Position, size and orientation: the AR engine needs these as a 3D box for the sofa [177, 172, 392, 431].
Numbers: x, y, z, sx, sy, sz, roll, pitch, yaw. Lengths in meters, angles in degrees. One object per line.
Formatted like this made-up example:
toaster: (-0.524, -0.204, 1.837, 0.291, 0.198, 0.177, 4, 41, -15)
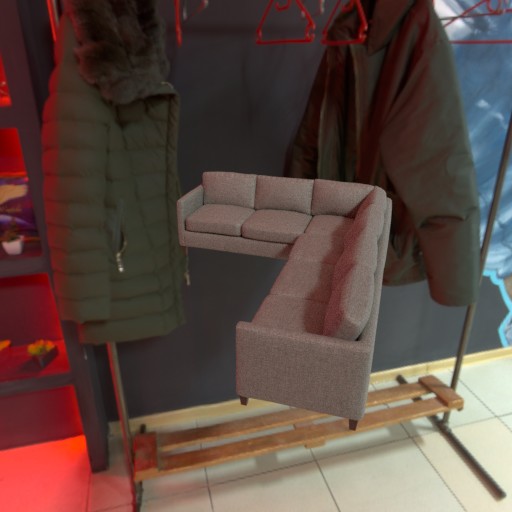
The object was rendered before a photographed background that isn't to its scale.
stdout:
sofa: (0.000, 0.000, 4.605, 2.593, 0.947, 3.302, 8, 26, 16)
